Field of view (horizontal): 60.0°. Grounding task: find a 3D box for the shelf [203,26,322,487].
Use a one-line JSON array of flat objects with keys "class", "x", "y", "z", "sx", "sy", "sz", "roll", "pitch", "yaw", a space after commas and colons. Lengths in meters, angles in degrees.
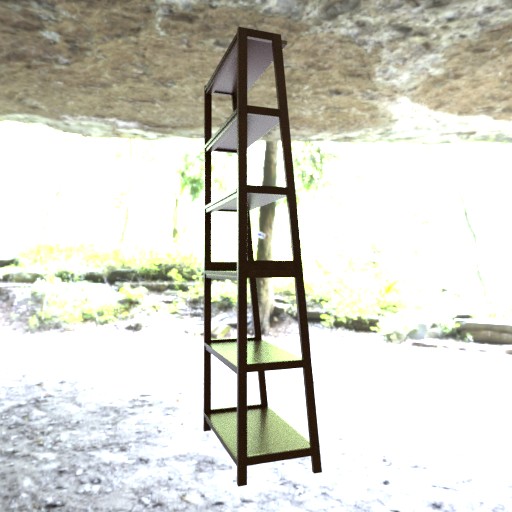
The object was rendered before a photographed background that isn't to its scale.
[{"class": "shelf", "x": 0.000, "y": 0.000, "z": 2.193, "sx": 0.382, "sy": 1.892, "sz": 0.660, "roll": 0, "pitch": -1, "yaw": -19}]
